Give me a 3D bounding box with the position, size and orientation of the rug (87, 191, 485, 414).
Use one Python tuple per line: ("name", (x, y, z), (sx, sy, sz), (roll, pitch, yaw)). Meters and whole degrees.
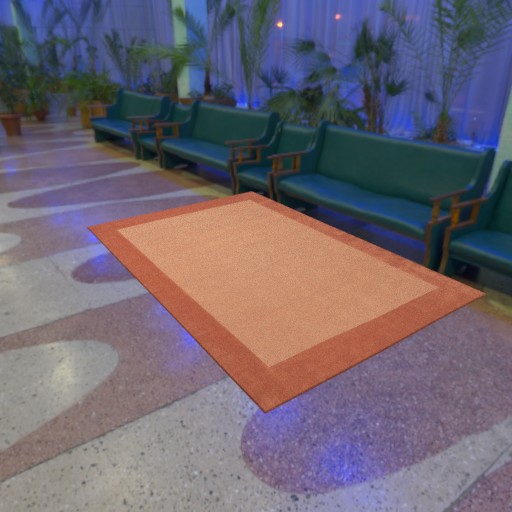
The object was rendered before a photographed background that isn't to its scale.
("rug", (0.000, 0.000, 2.334), (1.219, 0.014, 1.829), (-17, 31, -31))
